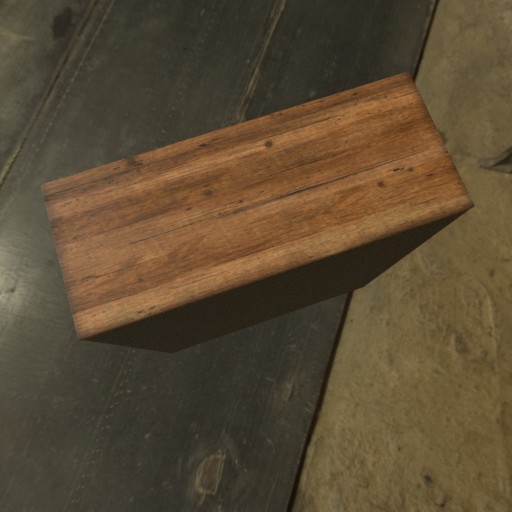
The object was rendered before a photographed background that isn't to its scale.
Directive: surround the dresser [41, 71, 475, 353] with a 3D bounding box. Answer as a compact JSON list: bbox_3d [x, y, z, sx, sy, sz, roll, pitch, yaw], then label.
[{"bbox_3d":[0.000,0.000,1.832,1.067,1.359,0.438,-18,77,-4],"label":"dresser"}]
